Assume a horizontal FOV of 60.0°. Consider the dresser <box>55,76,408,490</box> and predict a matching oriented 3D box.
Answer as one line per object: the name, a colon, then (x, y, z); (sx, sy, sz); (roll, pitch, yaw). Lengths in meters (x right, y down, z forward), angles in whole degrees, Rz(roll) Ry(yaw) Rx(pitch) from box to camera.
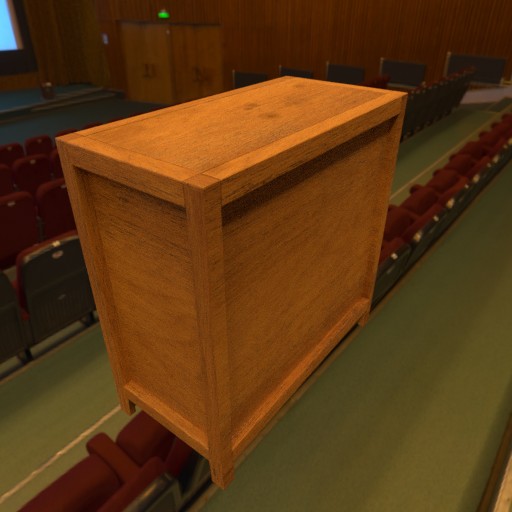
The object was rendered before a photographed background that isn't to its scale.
dresser: (0.000, 0.000, 1.252); (0.427, 0.804, 0.804); (22, 39, 31)
